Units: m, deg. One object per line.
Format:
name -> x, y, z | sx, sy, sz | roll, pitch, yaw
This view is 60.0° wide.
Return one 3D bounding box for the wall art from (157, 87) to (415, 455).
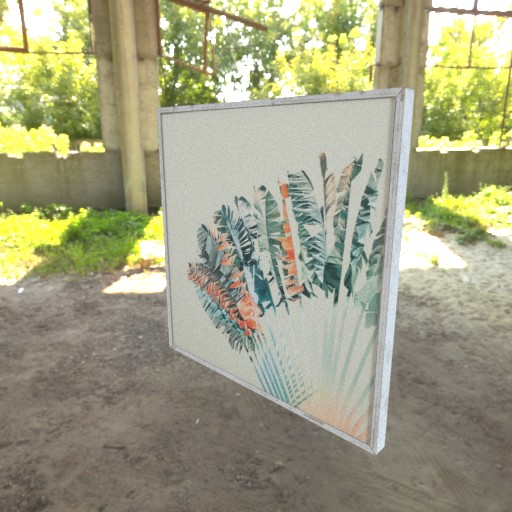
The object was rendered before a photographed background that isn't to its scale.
wall art -> 0.000, 0.000, 1.140 | 0.760, 0.757, 0.038 | 14, 20, 42
